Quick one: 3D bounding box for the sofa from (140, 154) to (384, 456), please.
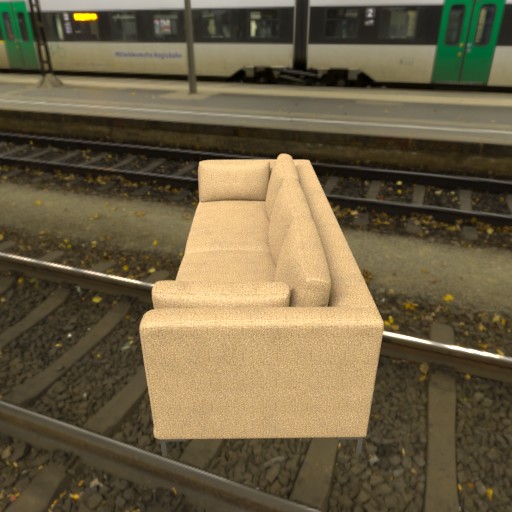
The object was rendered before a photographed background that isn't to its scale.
[{"bbox_3d":[0.000,0.000,2.927,0.969,0.867,2.415,0,27,-1],"label":"sofa"}]
